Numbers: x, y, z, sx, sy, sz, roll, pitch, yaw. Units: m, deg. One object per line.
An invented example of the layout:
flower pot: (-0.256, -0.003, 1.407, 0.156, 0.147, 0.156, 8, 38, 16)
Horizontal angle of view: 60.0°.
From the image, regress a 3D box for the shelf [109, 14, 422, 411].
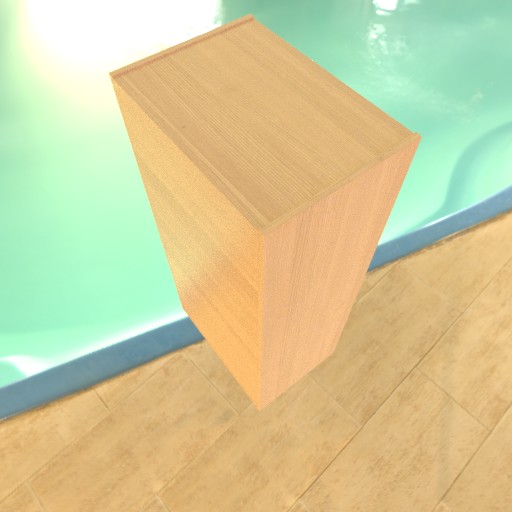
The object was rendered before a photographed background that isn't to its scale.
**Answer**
shelf: (0.000, 0.000, 1.054, 0.292, 0.876, 0.417, -33, 63, -19)
